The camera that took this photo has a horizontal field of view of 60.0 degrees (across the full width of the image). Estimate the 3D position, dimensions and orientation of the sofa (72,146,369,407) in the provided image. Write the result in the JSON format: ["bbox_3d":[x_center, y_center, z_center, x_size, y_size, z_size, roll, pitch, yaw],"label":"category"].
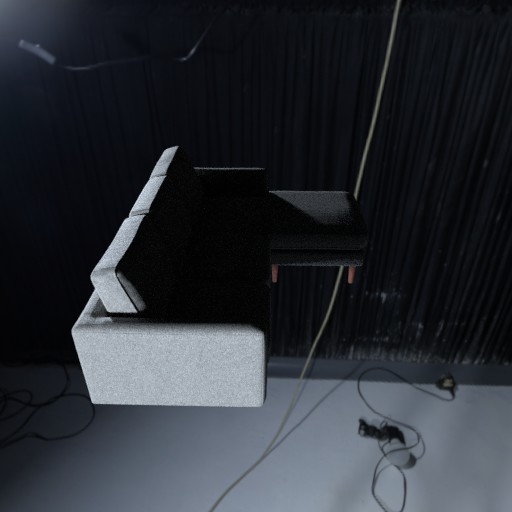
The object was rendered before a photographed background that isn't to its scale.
[{"bbox_3d":[0.000,0.000,3.011,1.667,0.957,2.055,1,33,1],"label":"sofa"}]
